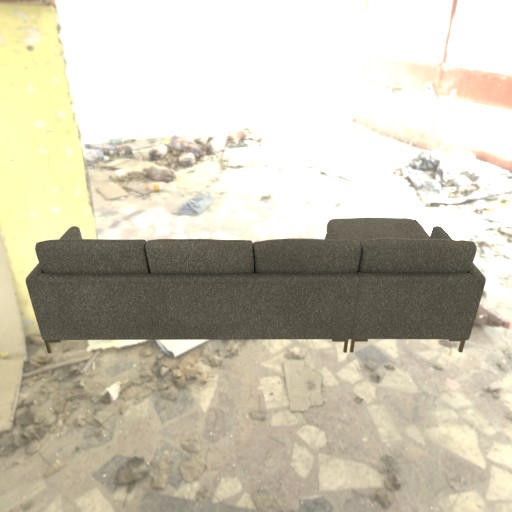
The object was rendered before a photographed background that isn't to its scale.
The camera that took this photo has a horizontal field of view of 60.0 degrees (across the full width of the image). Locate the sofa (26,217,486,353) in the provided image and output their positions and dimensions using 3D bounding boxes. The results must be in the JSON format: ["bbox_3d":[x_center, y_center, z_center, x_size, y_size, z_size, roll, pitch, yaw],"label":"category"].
[{"bbox_3d":[0.000,0.000,3.425,2.932,0.810,1.350,0,29,0],"label":"sofa"}]
